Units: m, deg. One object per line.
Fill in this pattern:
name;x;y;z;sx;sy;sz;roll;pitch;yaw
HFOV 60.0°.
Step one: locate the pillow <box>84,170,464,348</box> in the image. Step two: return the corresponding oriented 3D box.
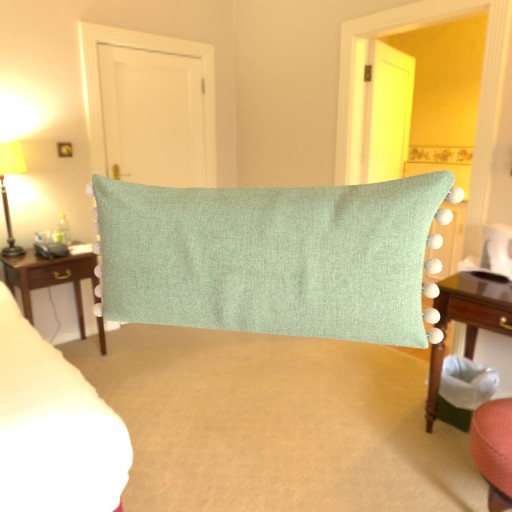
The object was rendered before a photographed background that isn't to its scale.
pillow;0.000;0.000;0.829;0.709;0.322;0.201;3;15;11
